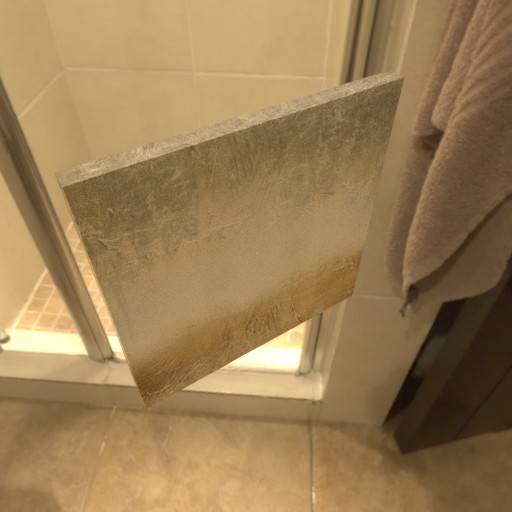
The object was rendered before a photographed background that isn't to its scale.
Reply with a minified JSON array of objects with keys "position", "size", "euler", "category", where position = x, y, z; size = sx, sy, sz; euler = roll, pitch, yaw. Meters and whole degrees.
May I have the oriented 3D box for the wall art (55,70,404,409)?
[{"position":[0.000,0.000,0.907],"size":[0.610,0.610,0.038],"euler":[-24,50,-22],"category":"wall art"}]
